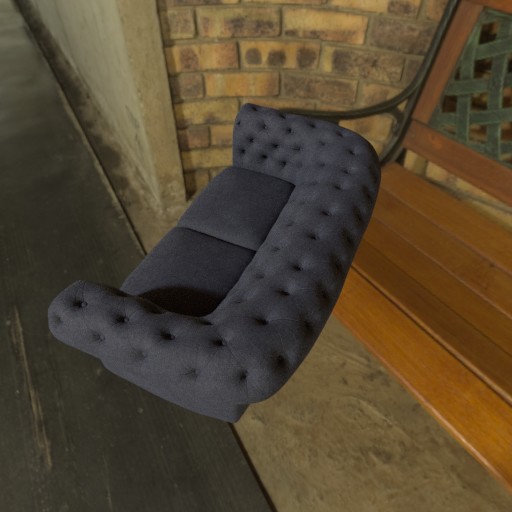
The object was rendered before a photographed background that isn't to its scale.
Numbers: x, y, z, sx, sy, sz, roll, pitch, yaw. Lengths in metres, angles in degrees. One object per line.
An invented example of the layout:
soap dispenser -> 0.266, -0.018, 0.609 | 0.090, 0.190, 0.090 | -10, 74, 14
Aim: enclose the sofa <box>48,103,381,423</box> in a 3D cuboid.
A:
sofa -> 0.000, 0.000, 2.507 | 1.082, 0.833, 1.988 | 18, 48, 17
